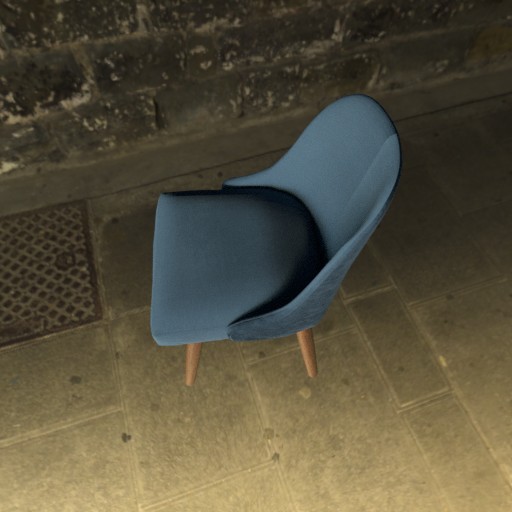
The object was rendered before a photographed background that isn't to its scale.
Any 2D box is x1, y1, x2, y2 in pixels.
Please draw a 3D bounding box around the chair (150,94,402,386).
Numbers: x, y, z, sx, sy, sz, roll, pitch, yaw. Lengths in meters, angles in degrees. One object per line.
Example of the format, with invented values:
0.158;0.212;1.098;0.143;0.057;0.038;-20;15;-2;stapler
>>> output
0.000;0.000;1.270;0.589;0.882;0.503;-3;58;-2;chair
